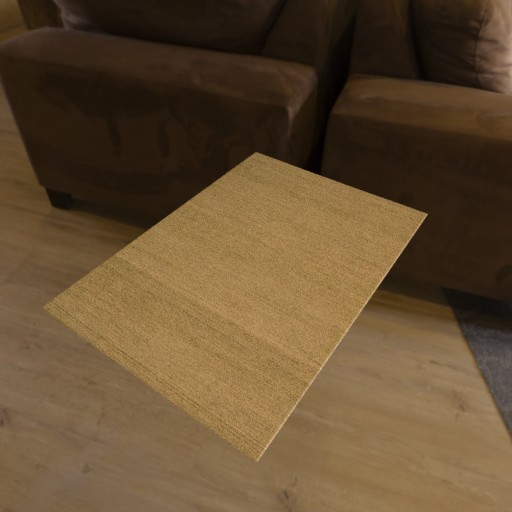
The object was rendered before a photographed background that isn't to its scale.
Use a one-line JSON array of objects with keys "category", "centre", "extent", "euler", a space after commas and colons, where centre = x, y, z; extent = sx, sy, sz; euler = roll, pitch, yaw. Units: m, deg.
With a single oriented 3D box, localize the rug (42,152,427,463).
[{"category": "rug", "centre": [0.000, 0.000, 5.272], "extent": [2.782, 0.025, 3.935], "euler": [26, 49, 25]}]
